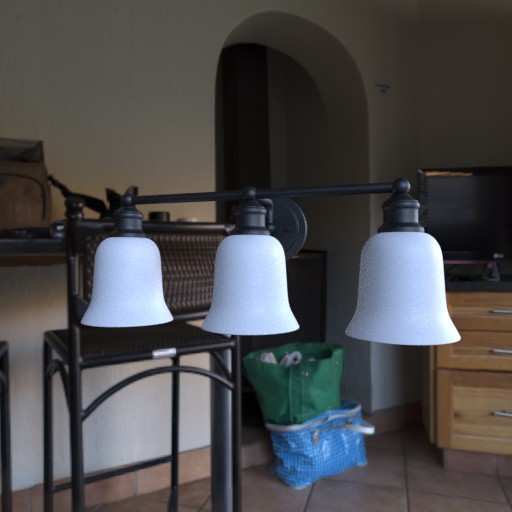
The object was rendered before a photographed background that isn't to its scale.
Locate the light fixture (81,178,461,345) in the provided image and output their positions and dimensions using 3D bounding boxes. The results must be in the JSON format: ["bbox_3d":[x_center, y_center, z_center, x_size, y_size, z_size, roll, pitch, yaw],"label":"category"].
[{"bbox_3d":[0.000,0.000,0.684,0.570,0.211,0.198,0,0,19],"label":"light fixture"}]
